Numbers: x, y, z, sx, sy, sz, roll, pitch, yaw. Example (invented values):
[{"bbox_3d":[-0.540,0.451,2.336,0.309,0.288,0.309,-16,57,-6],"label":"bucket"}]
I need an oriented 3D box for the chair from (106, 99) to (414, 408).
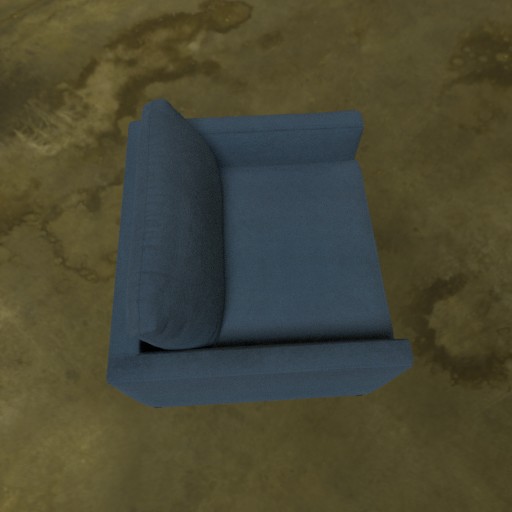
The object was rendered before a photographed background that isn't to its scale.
[{"bbox_3d":[0.000,0.000,1.600,0.875,0.812,0.964,-3,64,-1],"label":"chair"}]
